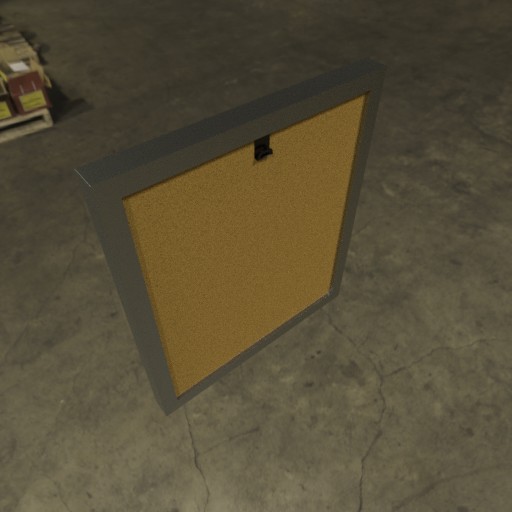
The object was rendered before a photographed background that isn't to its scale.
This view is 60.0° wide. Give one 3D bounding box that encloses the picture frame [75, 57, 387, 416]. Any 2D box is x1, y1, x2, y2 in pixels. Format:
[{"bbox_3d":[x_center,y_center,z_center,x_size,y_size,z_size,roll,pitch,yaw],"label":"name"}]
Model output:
[{"bbox_3d":[0.000,0.000,1.362,0.839,0.968,0.073,-30,53,-26],"label":"picture frame"}]
